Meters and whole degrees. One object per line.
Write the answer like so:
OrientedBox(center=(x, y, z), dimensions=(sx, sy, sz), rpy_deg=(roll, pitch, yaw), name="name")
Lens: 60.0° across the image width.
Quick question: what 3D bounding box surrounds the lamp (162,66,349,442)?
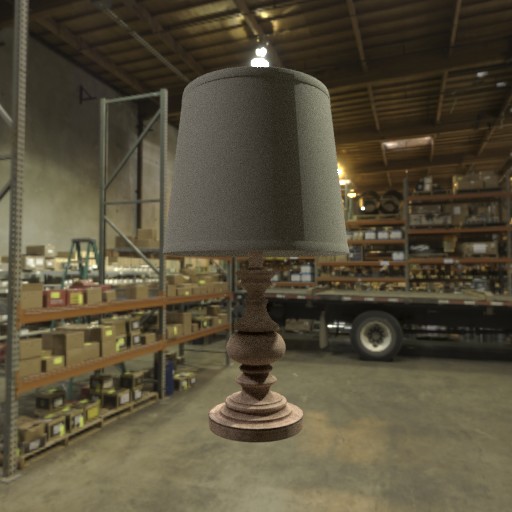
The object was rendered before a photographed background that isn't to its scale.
OrientedBox(center=(0.000, 0.000, 0.661), dimensions=(0.273, 0.497, 0.273), rpy_deg=(0, -2, 0), name="lamp")
